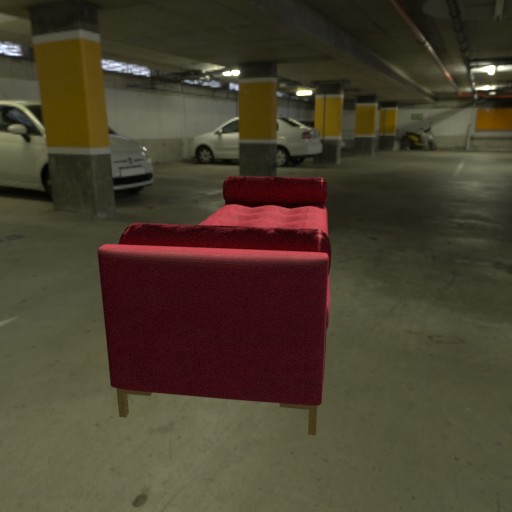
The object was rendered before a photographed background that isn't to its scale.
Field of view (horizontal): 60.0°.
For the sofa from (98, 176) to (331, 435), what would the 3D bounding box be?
[{"bbox_3d":[0.000,0.000,2.489,0.796,0.705,2.102,2,16,8],"label":"sofa"}]
